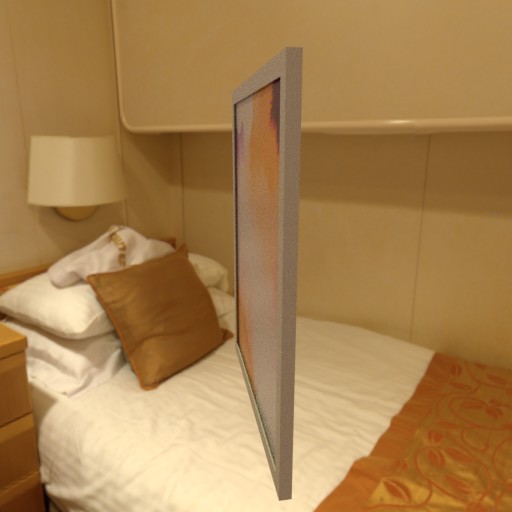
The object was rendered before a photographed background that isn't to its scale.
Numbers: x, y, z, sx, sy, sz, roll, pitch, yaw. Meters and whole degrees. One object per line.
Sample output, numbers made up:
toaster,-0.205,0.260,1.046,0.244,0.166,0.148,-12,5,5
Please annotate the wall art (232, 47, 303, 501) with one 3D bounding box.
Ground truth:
wall art,0.000,0.000,1.075,0.026,0.811,0.661,-3,15,-10
